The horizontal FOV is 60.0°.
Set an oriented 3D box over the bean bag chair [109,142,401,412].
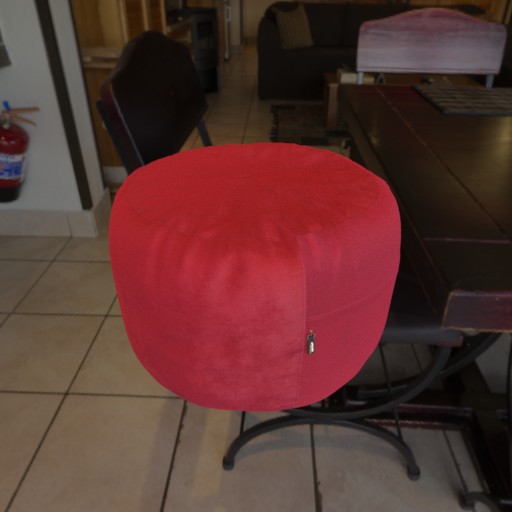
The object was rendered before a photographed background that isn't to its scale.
[{"bbox_3d":[0.000,0.000,1.971,1.219,0.762,1.219,0,31,0],"label":"bean bag chair"}]
